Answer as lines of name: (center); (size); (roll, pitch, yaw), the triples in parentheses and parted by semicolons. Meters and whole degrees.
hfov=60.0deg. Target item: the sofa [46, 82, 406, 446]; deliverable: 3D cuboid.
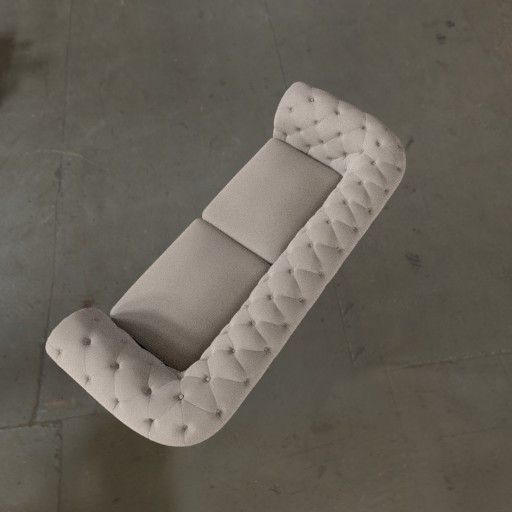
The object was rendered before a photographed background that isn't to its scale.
sofa: (0.000, 0.000, 2.809); (0.991, 0.749, 2.411); (33, 68, 16)
